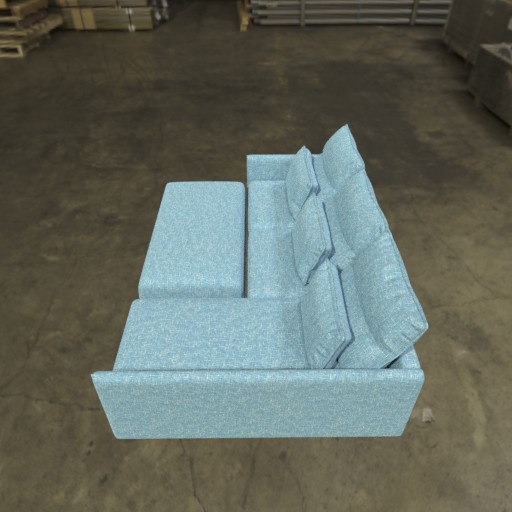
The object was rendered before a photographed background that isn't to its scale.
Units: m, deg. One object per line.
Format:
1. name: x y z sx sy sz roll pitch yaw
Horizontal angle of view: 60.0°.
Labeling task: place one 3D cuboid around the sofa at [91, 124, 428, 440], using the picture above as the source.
1. sofa: 0.000 0.000 2.747 1.420 0.899 2.034 0 40 0
